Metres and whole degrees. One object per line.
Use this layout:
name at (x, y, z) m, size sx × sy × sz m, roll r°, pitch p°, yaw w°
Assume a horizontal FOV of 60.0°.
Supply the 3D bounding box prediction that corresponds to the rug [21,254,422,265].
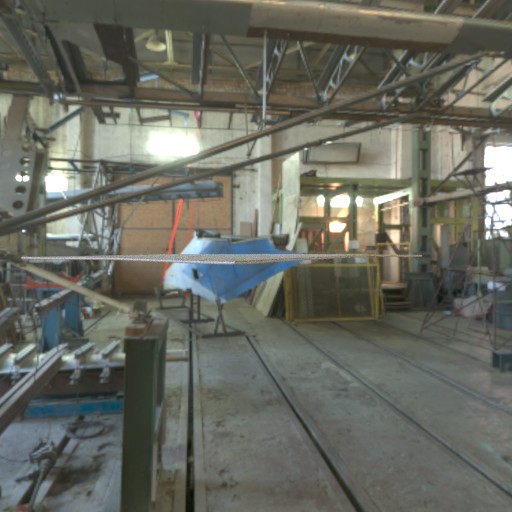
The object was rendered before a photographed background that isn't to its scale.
rug at (0.000, 0.000, 2.256) m, size 1.154 × 0.021 × 1.792 m, roll 1°, pitch 1°, yaw 36°
